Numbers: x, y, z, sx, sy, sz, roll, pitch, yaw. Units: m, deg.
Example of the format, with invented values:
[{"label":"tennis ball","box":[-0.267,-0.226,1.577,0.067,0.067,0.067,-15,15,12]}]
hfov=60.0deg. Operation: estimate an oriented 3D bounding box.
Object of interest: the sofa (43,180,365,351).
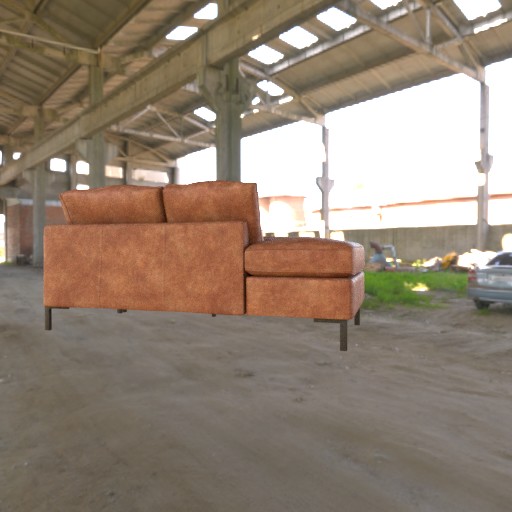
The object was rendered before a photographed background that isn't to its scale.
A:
[{"label":"sofa","box":[0.000,0.000,3.879,1.939,0.900,2.956,0,1,17]}]
